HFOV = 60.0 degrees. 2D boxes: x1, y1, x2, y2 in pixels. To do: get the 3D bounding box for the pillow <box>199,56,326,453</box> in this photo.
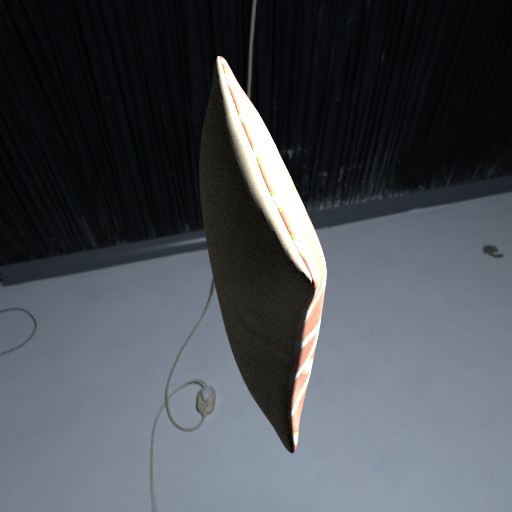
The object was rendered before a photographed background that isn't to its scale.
[{"bbox_3d":[0.000,0.000,0.820,0.166,0.508,0.552,-10,48,-9],"label":"pillow"}]
